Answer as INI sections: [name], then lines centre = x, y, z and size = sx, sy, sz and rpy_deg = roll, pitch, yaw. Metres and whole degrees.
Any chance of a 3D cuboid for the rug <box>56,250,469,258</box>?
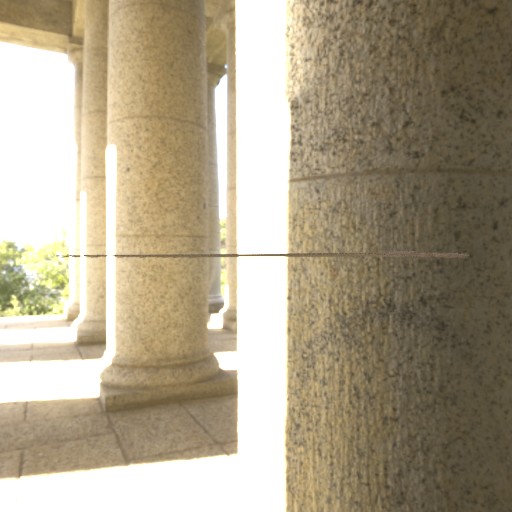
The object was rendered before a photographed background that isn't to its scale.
[rug]
centre = 0.000, 0.000, 3.125
size = 2.523, 0.034, 1.528
rpy_deg = 0, -1, 35
